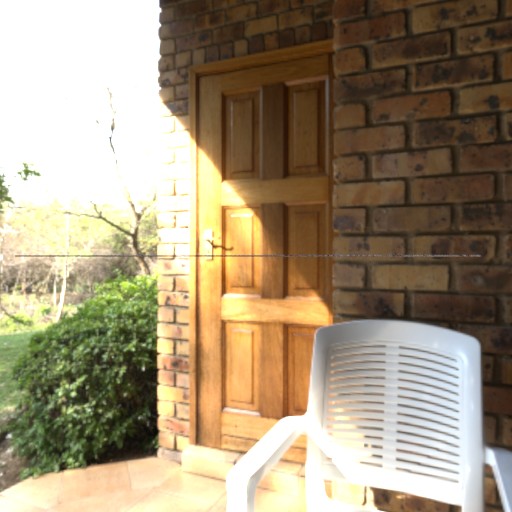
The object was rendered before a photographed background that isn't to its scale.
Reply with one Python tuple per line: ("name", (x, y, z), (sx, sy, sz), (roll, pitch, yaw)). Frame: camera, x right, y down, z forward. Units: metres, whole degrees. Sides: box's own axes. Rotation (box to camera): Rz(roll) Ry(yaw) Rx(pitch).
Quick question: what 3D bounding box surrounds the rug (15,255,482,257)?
("rug", (0.000, 0.000, 2.899), (2.428, 0.007, 1.519), (0, 0, 18))
